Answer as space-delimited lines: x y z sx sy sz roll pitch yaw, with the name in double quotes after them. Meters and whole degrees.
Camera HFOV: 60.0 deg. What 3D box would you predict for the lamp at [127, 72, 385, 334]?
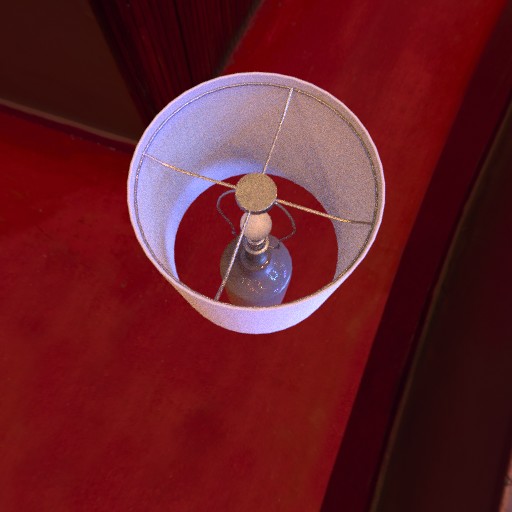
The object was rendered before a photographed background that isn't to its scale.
0.000 0.000 0.577 0.207 0.461 0.207 18 76 5 "lamp"
